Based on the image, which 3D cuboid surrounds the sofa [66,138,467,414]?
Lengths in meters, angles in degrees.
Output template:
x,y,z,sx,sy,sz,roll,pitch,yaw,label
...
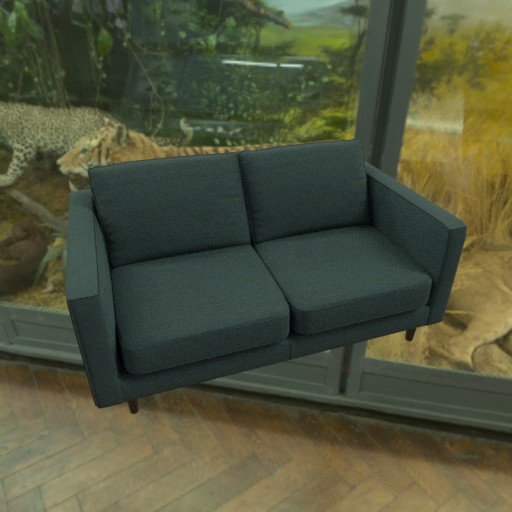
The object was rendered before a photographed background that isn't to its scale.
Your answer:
x,y,z,sx,sy,sz,roll,pitch,yaw,label
0.000,0.000,2.204,1.659,0.907,0.999,-10,33,-16,sofa
